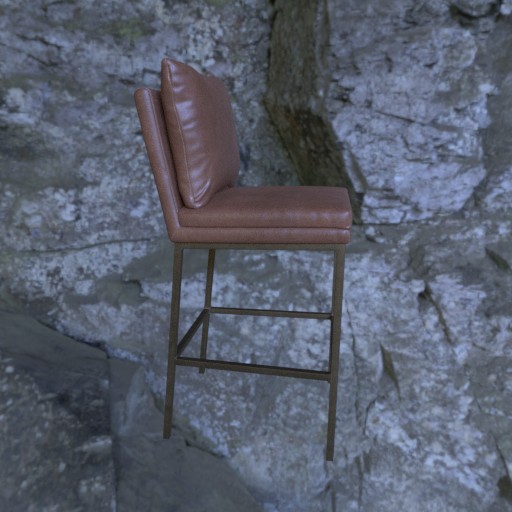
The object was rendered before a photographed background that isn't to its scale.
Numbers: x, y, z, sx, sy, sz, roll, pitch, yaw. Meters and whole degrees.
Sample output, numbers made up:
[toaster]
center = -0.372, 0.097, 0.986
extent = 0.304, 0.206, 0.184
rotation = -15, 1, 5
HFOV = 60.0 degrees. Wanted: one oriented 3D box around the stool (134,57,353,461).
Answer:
[stool]
center = 0.000, 0.000, 1.420
extent = 0.571, 1.124, 0.463
rotation = 3, 16, 9
